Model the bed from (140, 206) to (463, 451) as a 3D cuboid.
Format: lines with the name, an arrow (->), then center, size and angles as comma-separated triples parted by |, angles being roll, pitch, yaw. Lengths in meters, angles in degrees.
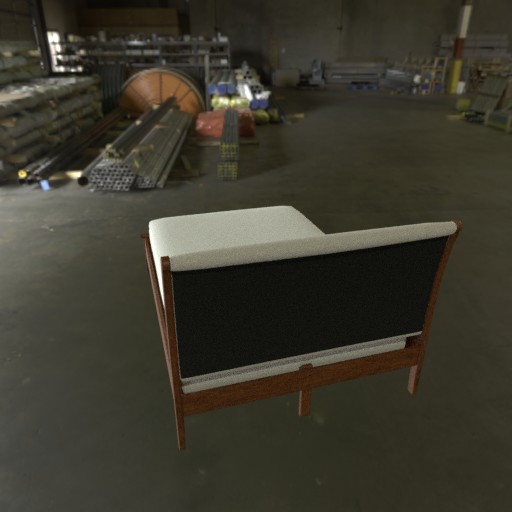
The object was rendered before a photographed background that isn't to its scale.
bed -> 0.000, 0.000, 3.374 | 1.612, 1.250, 2.380 | -8, 27, -15
